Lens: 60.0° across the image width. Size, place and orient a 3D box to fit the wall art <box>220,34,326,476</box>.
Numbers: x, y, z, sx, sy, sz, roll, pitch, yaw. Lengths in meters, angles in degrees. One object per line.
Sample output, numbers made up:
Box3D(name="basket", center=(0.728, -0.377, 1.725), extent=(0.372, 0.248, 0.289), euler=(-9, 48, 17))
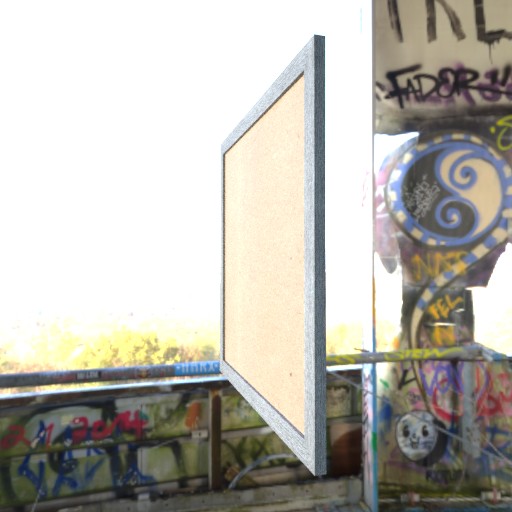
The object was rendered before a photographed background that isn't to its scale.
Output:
Box3D(name="wall art", center=(0.000, 0.000, 1.016), extent=(0.020, 0.685, 0.685), euler=(0, -1, -17))
